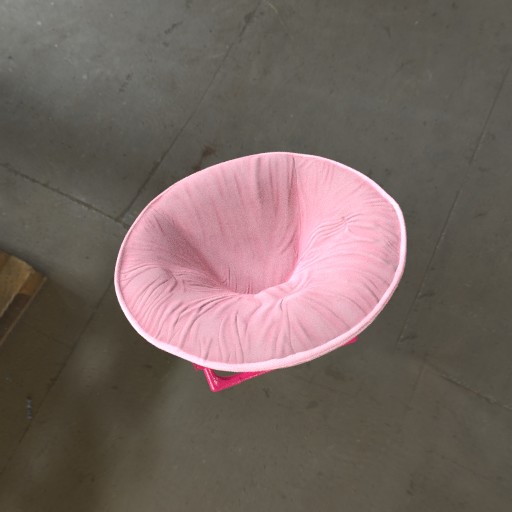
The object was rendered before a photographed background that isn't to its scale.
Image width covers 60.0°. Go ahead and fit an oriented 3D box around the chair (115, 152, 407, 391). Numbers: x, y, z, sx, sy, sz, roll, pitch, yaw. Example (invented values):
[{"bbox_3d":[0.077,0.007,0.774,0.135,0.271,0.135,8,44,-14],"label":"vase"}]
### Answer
[{"bbox_3d":[0.000,0.000,0.908,0.522,0.494,0.459,-19,76,-5],"label":"chair"}]
